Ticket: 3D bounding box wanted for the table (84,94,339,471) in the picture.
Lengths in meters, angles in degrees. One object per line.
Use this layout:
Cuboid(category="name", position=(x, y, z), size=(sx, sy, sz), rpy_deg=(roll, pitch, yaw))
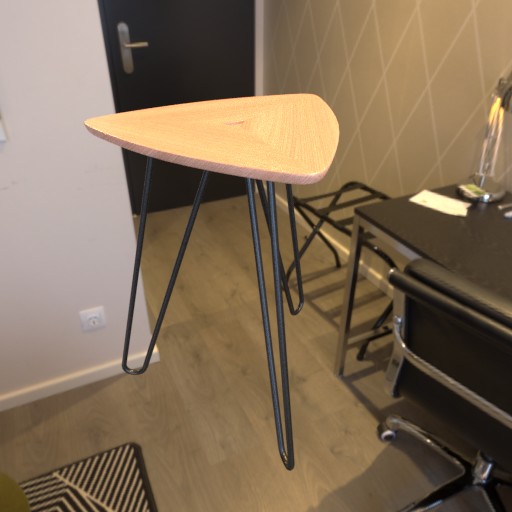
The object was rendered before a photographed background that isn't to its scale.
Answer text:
Cuboid(category="table", position=(0.000, 0.000, 0.903), size=(0.442, 0.564, 0.455), rpy_deg=(20, 37, 28))
